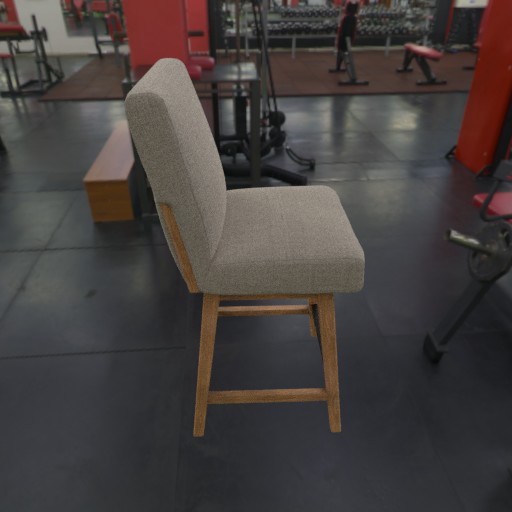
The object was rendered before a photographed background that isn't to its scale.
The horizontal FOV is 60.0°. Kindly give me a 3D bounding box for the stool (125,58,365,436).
[{"bbox_3d":[0.000,0.000,1.284,0.526,1.010,0.459,-1,32,-2],"label":"stool"}]
